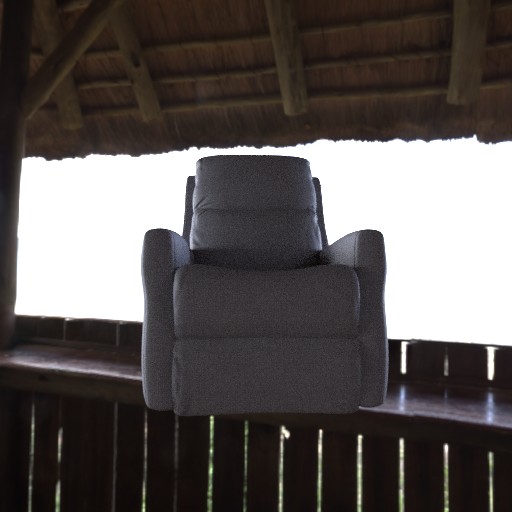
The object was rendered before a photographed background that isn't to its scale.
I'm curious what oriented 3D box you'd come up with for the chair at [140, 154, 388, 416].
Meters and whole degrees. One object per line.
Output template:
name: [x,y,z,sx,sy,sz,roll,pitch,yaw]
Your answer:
chair: [0.000,0.000,1.799,0.829,1.030,1.080,0,-2,-3]
